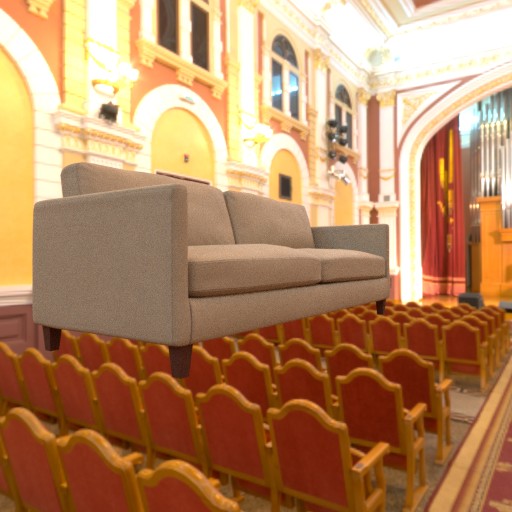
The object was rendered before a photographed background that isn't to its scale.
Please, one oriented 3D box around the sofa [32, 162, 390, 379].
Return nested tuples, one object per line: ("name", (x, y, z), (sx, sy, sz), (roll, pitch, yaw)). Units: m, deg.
("sofa", (0.000, 0.000, 2.804), (0.988, 0.912, 2.404), (0, 0, 35))
